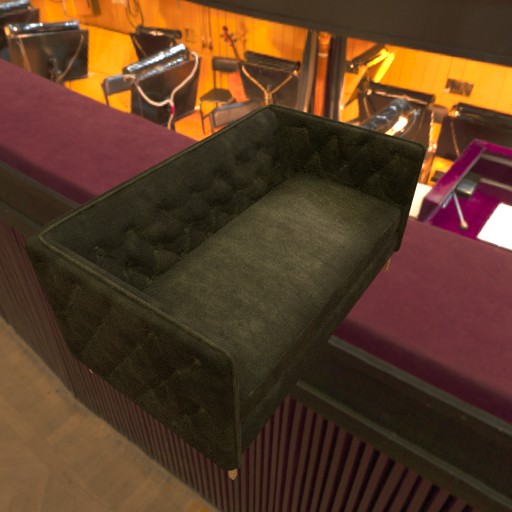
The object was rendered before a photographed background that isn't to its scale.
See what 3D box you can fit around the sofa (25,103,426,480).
[{"bbox_3d":[0.000,0.000,1.999,0.895,0.768,1.537,25,46,26],"label":"sofa"}]
